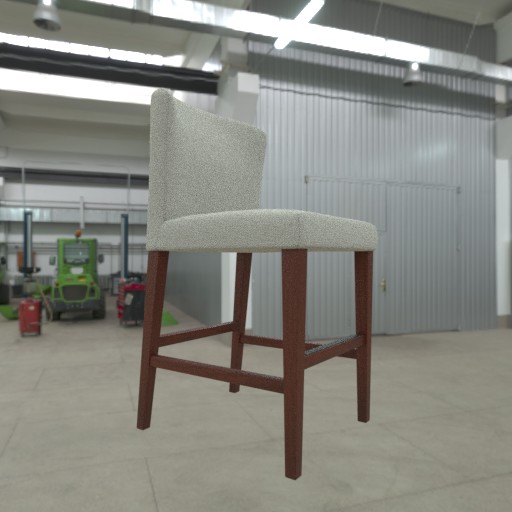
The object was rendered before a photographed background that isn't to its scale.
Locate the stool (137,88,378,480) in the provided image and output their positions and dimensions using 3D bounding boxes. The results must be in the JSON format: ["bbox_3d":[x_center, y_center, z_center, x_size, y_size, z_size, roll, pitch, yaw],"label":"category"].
[{"bbox_3d":[0.000,0.000,1.279,0.568,0.969,0.481,0,0,35],"label":"stool"}]
